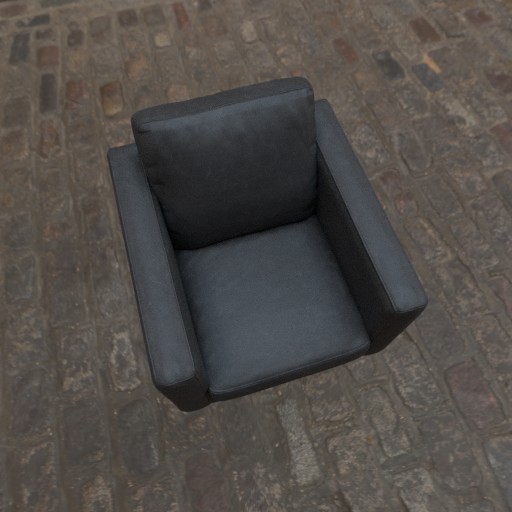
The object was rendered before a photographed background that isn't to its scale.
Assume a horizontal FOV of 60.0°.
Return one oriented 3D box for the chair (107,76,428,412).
[{"bbox_3d":[0.000,0.000,1.599,0.831,0.898,0.879,-15,65,-8],"label":"chair"}]
